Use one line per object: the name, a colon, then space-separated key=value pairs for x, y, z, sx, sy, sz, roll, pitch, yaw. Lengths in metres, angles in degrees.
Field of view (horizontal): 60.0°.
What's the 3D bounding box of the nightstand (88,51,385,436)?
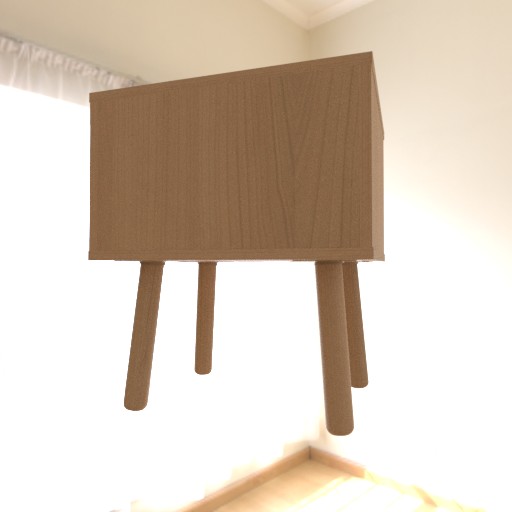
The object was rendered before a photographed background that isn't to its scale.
nightstand: x=0.000 y=0.000 z=0.830 sx=0.450 sy=0.530 sz=0.380 roll=0 pitch=-1 yaw=18
